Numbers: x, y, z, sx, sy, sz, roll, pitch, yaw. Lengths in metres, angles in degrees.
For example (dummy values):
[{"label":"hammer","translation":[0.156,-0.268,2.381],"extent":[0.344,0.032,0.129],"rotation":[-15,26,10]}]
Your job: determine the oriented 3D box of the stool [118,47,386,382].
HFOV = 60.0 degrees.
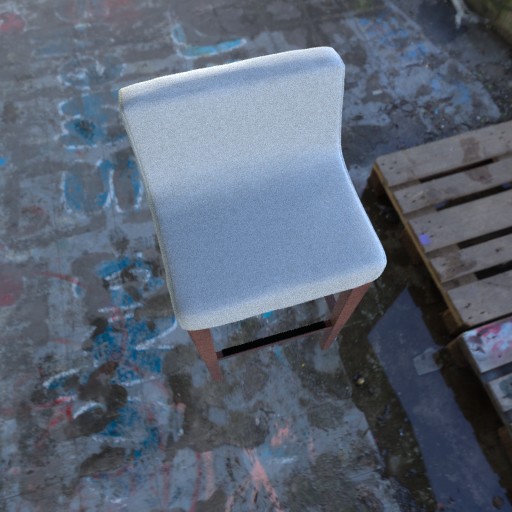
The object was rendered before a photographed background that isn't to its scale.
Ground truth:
[{"label":"stool","translation":[0.000,0.000,1.342],"extent":[0.511,1.037,0.500],"rotation":[-15,65,-7]}]
